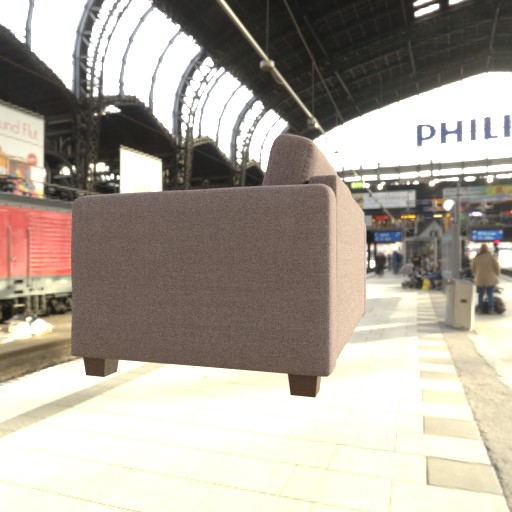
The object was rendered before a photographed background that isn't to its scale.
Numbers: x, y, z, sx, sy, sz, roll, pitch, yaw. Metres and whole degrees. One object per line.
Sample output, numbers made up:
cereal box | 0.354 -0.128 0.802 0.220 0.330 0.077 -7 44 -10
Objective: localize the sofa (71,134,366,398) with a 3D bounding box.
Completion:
sofa | 0.000 0.000 2.045 0.900 0.800 1.520 0 0 18
